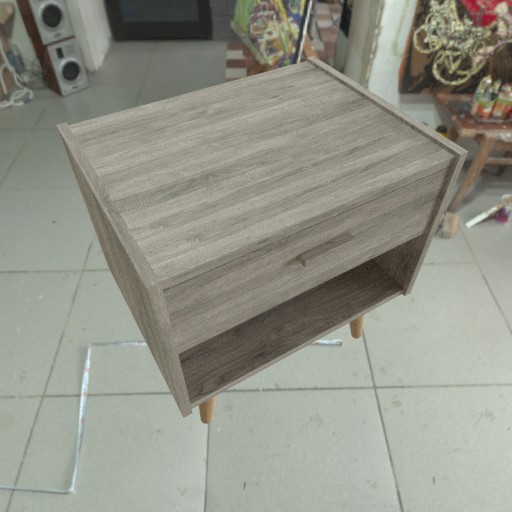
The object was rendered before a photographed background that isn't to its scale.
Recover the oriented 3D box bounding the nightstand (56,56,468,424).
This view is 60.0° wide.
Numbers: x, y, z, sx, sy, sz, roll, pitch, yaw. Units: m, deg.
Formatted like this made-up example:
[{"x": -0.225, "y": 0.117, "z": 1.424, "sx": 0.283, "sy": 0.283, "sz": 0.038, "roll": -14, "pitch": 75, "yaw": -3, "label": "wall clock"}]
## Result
[{"x": 0.000, "y": 0.000, "z": 0.829, "sx": 0.480, "sy": 0.500, "sz": 0.380, "roll": -24, "pitch": 51, "yaw": -21, "label": "nightstand"}]
